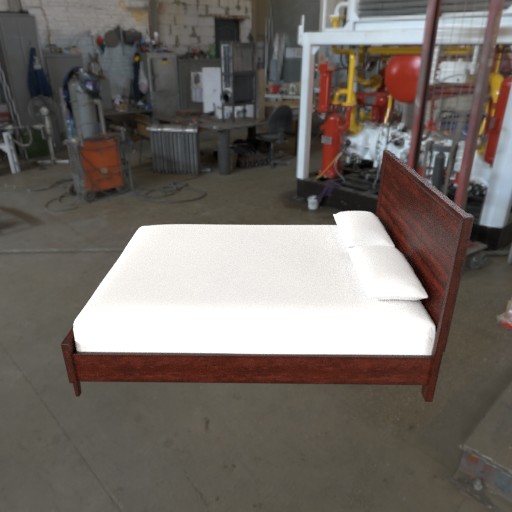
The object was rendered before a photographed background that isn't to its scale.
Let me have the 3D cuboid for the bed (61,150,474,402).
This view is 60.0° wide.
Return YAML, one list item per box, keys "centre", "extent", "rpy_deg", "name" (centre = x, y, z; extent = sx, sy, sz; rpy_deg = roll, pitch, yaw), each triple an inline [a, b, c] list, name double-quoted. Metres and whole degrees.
- centre: [0.000, 0.000, 4.006]
  extent: [2.803, 1.492, 2.040]
  rpy_deg: [0, 25, 1]
  name: "bed"
